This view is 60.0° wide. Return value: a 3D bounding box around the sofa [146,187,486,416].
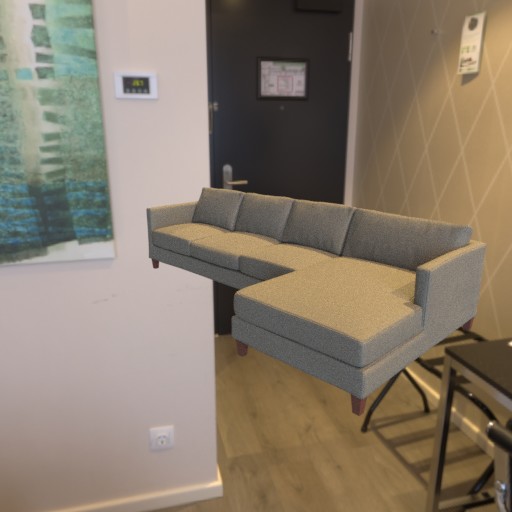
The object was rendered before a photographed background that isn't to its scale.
[{"bbox_3d":[0.000,0.000,3.837,1.625,0.861,3.186,-15,21,-43],"label":"sofa"}]
